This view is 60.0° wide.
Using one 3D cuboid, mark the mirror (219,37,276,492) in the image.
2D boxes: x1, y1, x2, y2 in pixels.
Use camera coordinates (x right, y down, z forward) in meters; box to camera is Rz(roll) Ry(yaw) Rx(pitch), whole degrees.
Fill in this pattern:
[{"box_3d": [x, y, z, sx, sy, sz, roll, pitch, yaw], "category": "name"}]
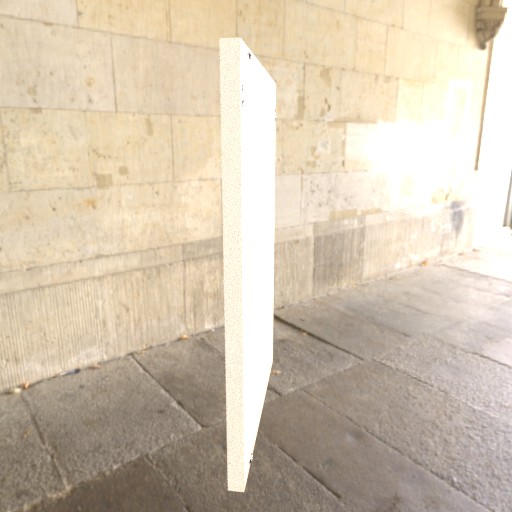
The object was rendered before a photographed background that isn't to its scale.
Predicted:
[{"box_3d": [0.000, 0.000, 1.153, 0.041, 0.915, 0.609, 2, 15, 8], "category": "mirror"}]
